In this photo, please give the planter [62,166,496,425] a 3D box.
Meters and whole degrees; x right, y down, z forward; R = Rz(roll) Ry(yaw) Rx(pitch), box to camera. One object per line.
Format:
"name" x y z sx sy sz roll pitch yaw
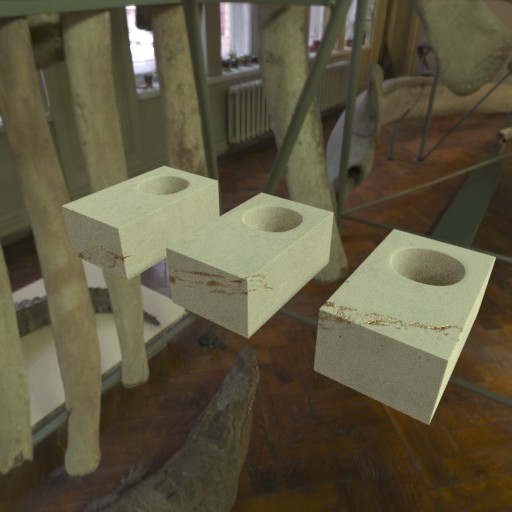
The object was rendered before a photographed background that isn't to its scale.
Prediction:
"planter" 0.000 0.000 0.369 0.333 0.051 0.127 20 36 29
